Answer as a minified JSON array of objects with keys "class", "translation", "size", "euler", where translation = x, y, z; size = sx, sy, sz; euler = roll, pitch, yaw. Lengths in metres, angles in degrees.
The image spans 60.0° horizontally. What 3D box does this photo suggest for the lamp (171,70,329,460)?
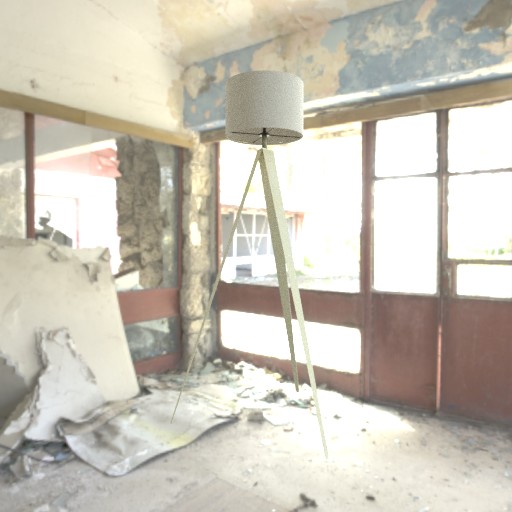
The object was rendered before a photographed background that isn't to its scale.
[{"class":"lamp","translation":[0.000,0.000,1.945],"size":[0.716,1.524,0.724],"euler":[-1,2,-17]}]
